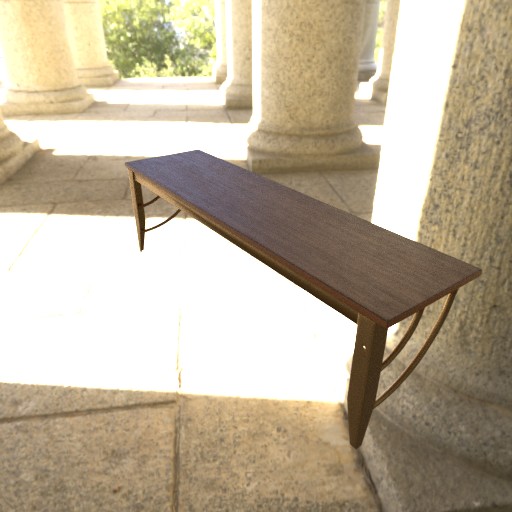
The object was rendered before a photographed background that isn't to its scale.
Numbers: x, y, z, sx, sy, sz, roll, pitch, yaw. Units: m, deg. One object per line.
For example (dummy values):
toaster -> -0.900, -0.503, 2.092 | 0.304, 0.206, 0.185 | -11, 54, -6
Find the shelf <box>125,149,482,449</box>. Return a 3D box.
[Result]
shelf -> 0.000, 0.000, 0.726 | 0.166, 0.190, 0.636 | -20, 34, -32
